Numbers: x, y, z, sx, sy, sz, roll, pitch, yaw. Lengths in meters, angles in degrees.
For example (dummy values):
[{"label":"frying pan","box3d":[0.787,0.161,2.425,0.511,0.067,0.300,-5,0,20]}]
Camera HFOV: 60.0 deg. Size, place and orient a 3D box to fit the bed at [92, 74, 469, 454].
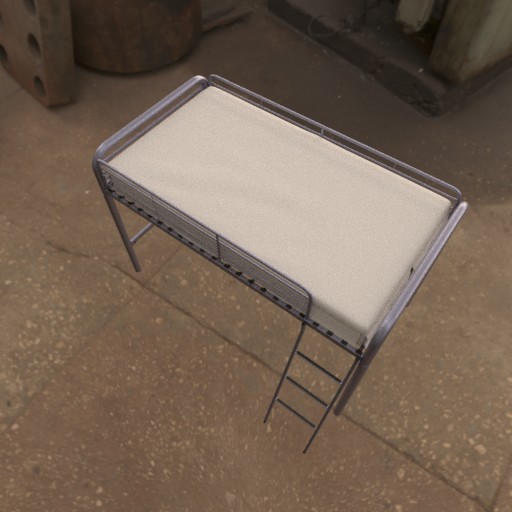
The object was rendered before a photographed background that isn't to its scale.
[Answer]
[{"label":"bed","box3d":[0.000,0.000,2.976,1.965,1.288,1.415,32,62,20]}]
